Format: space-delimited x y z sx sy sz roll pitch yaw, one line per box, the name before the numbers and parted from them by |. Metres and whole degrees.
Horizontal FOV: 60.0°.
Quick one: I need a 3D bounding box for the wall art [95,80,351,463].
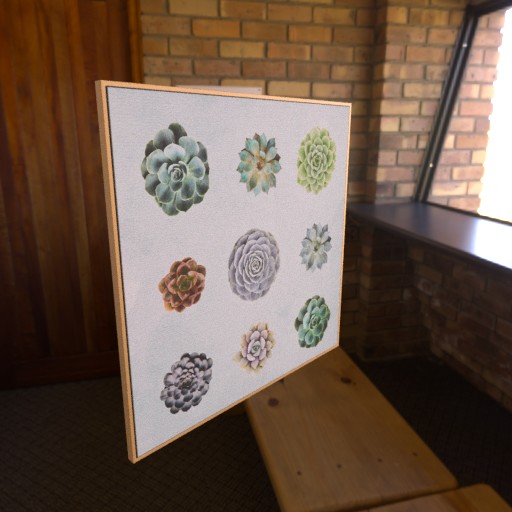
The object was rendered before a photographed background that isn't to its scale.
wall art | 0.000 0.000 0.664 0.013 0.455 0.457 14 21 42
